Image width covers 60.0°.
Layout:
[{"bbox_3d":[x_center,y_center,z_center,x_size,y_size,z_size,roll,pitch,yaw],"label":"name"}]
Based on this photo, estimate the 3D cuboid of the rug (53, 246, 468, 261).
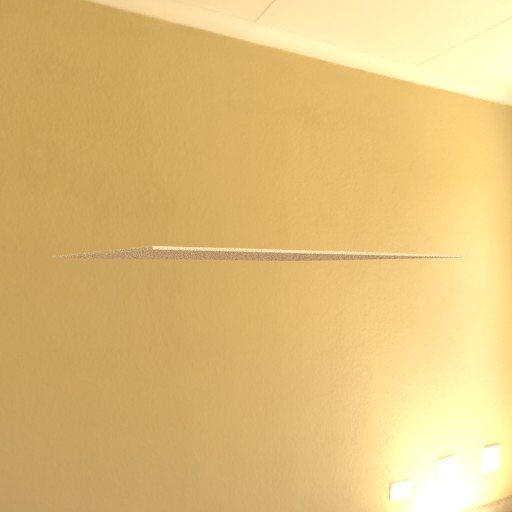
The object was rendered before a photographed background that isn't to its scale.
[{"bbox_3d":[0.000,0.000,3.945,2.921,0.032,2.311,1,-2,-36],"label":"rug"}]
